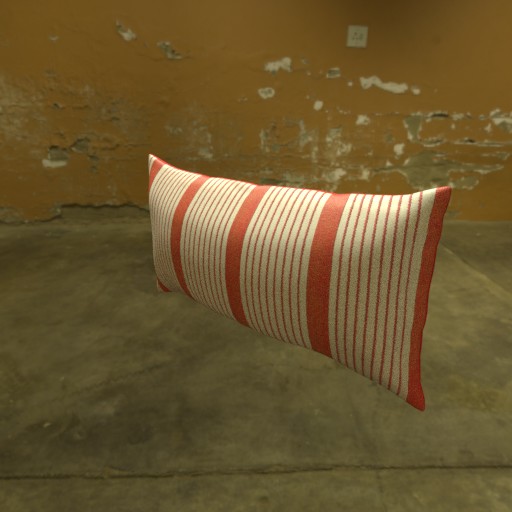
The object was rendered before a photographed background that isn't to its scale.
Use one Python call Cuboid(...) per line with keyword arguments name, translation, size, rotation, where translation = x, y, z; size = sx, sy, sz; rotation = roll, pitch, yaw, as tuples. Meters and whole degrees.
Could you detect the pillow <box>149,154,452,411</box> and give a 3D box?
Cuboid(name="pillow", translation=(0.000, 0.000, 0.734), size=(0.608, 0.297, 0.151), rotation=(16, 23, 42))
